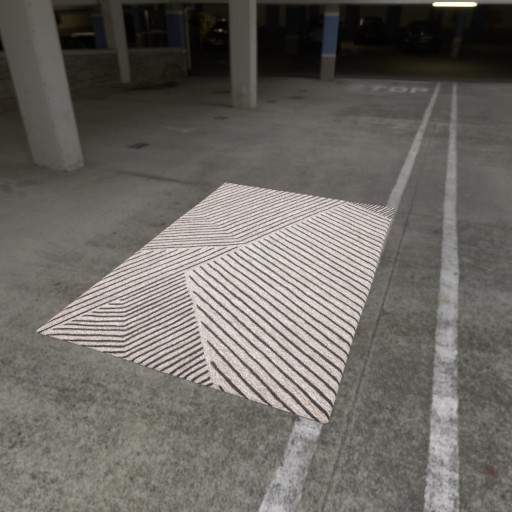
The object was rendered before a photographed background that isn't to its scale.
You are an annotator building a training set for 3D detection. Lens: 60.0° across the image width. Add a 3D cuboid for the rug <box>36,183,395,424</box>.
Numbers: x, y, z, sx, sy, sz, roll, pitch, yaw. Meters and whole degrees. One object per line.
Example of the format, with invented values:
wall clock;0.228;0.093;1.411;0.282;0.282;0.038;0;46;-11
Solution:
rug;0.000;0.000;2.374;1.237;0.019;1.842;11;32;19
